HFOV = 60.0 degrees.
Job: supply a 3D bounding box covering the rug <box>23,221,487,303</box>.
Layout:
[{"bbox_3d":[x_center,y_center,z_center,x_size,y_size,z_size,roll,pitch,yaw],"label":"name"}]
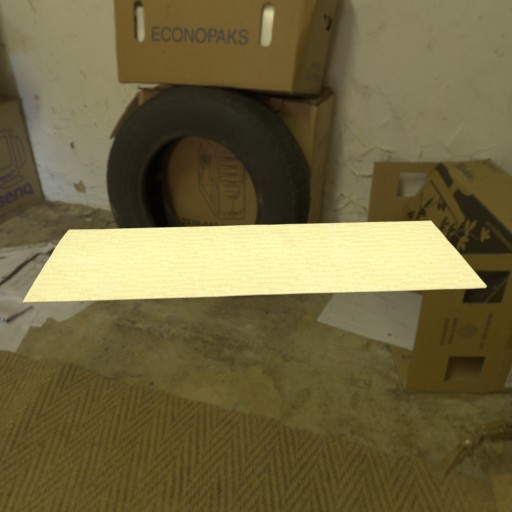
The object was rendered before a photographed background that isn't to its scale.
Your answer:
[{"bbox_3d":[0.000,0.000,2.647,2.450,0.014,0.793,-2,31,-3],"label":"rug"}]
